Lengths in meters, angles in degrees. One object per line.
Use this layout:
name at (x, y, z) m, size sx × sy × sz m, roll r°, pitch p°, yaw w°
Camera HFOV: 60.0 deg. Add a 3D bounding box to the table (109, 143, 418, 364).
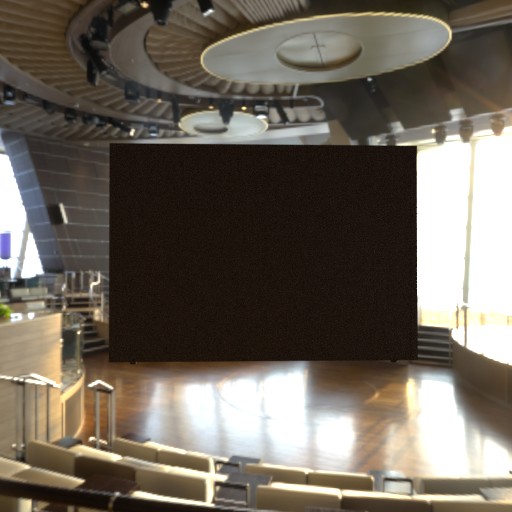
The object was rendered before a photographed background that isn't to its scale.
table at (0.000, 0.000, 1.406) m, size 0.597 × 0.424 × 1.099 m, roll 0°, pitch 0°, yaw -2°
